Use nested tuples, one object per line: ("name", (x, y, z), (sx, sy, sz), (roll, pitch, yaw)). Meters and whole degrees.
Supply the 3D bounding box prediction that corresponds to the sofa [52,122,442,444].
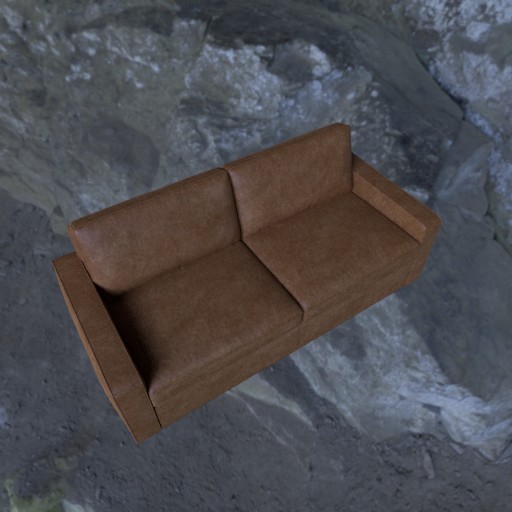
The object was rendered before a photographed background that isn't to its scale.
("sofa", (0.000, 0.000, 2.677), (2.156, 0.928, 0.991), (-25, 52, -21))
